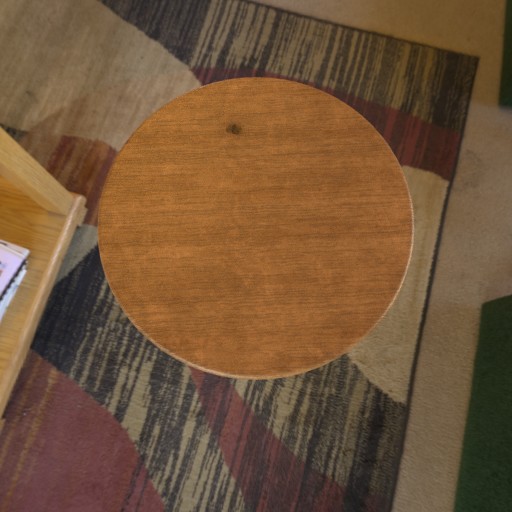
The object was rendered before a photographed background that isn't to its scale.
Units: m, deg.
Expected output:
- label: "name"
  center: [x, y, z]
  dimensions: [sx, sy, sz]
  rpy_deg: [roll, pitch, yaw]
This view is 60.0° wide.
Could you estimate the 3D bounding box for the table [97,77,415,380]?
- label: "table"
  center: [0.000, 0.000, 0.820]
  dimensions: [0.432, 0.460, 0.432]
  rpy_deg: [0, 76, 0]
